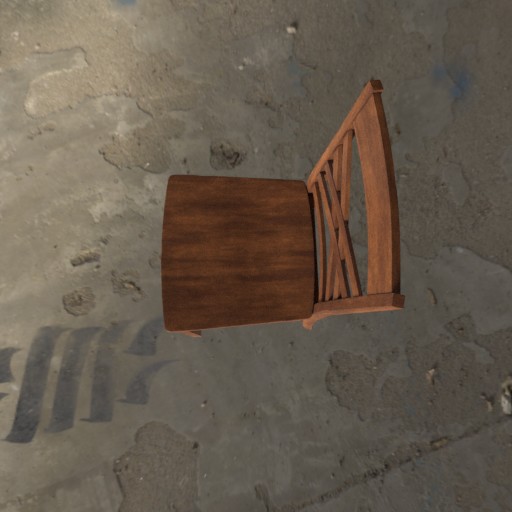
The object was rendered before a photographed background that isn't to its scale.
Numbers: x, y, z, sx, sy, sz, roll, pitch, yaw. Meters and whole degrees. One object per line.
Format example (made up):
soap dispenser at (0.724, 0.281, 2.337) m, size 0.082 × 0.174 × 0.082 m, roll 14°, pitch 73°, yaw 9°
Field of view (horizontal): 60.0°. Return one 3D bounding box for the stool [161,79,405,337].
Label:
stool at (0.000, 0.000, 1.356) m, size 0.539 × 1.079 × 0.462 m, roll -1°, pitch 76°, yaw 0°
